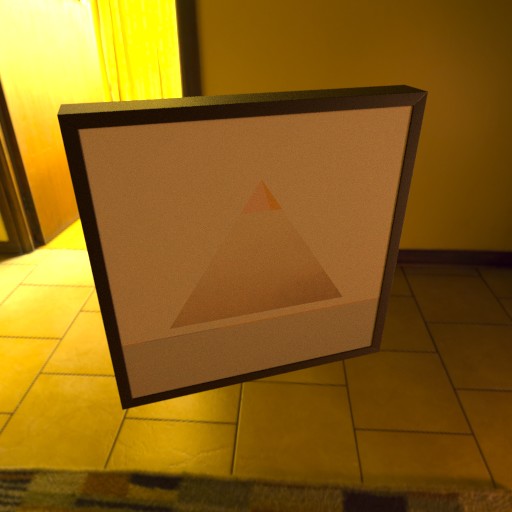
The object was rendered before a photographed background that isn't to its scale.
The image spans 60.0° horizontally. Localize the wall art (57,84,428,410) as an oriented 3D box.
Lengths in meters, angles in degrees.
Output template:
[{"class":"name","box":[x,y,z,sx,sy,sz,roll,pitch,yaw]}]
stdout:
[{"class":"wall art","box":[0.000,0.000,0.442,0.304,0.303,0.037,-9,31,-14]}]
